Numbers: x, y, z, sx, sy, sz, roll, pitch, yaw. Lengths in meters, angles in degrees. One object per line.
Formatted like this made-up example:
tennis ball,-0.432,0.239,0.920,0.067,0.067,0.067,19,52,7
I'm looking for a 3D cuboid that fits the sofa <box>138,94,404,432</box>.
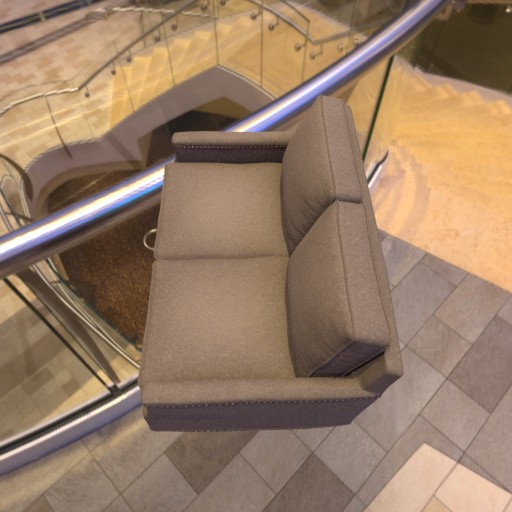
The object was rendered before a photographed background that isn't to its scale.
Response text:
sofa,0.000,0.000,2.311,1.084,1.003,1.597,-1,57,-1
